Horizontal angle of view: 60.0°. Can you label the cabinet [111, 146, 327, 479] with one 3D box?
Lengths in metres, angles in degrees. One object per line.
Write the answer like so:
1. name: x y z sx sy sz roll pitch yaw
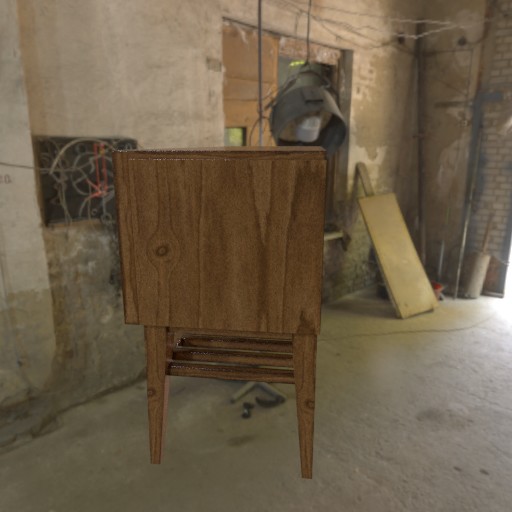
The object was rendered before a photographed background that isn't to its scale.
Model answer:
1. cabinet: 0.000 0.000 1.687 0.477 0.802 1.363 2 14 7
